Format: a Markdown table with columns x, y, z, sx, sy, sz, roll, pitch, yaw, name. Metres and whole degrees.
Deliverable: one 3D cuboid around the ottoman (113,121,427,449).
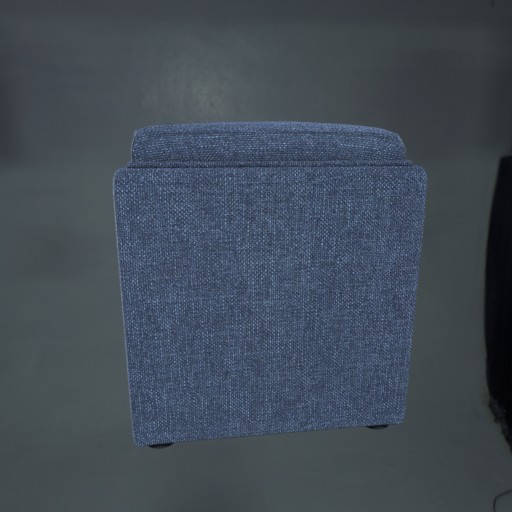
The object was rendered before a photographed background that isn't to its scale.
| x | y | z | sx | sy | sz | roll | pitch | yaw | name |
| --- | --- | --- | --- | --- | --- | --- | --- | --- | --- |
| 0.000 | 0.000 | 0.852 | 0.436 | 0.493 | 0.454 | -2 | 15 | -7 | ottoman |
